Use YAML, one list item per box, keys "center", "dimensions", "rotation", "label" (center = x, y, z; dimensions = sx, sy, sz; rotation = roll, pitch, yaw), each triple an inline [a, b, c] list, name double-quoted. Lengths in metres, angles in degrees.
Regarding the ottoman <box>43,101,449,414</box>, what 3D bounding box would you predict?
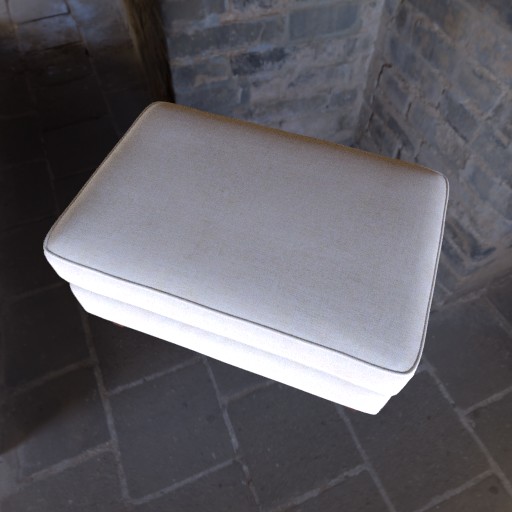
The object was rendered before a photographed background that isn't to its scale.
- center: [0.000, 0.000, 1.226]
  dimensions: [0.862, 0.484, 0.583]
  rotation: [17, 58, 11]
  label: "ottoman"
